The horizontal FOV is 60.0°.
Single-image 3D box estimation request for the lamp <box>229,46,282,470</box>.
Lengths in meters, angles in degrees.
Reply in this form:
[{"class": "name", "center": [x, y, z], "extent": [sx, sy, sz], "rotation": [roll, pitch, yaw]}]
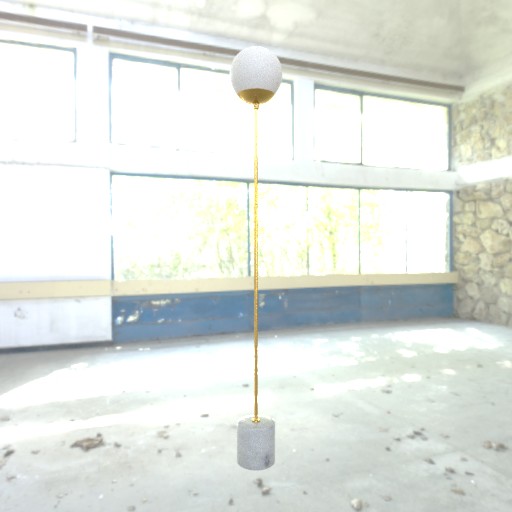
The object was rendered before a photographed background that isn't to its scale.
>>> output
[{"class": "lamp", "center": [0.000, 0.000, 1.882], "extent": [0.224, 1.753, 0.224], "rotation": [0, 1, -19]}]
